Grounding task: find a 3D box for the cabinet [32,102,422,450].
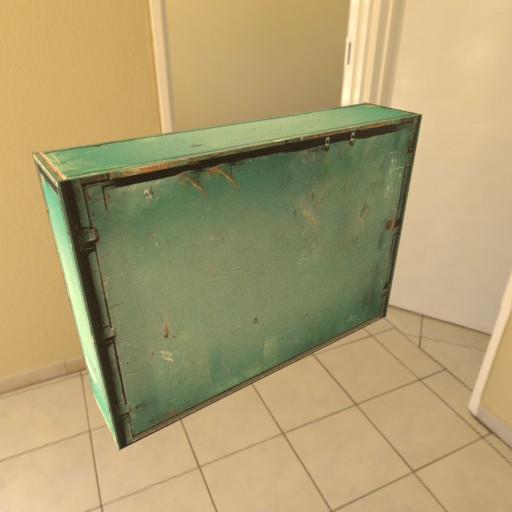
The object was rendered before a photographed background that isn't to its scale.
[{"bbox_3d":[0.000,0.000,3.850,3.001,2.160,0.680,-18,34,-29],"label":"cabinet"}]
